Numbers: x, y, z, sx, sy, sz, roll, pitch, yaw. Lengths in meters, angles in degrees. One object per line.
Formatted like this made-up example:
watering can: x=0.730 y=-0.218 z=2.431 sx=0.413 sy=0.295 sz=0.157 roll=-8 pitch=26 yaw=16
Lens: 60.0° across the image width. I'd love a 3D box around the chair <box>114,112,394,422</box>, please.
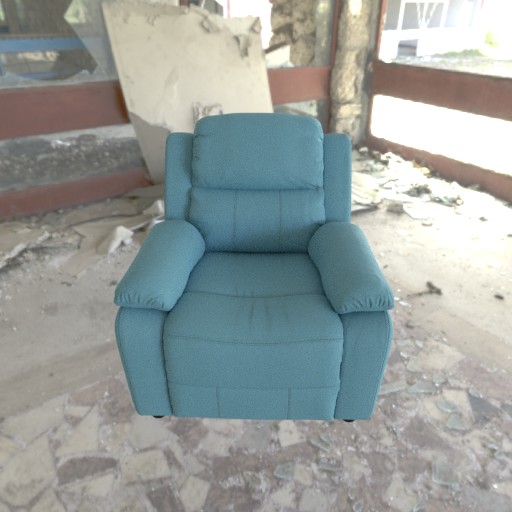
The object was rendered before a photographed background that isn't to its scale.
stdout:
chair: x=0.000 y=0.000 z=1.305 sx=0.680 sy=0.702 sz=0.709 roll=1 pitch=29 yaw=1
